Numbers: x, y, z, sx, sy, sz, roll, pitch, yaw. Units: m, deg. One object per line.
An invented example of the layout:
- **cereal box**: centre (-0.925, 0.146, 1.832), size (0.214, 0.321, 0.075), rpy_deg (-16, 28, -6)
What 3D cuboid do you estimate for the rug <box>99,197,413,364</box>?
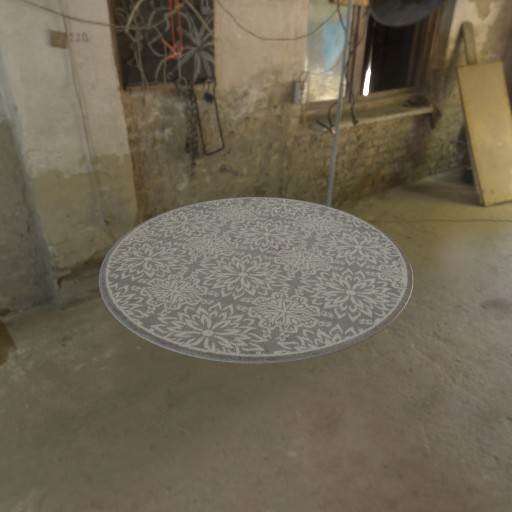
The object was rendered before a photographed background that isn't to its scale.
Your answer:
- **rug**: centre (0.000, 0.000, 2.349), size (1.593, 0.012, 1.593), rpy_deg (0, 30, 0)
